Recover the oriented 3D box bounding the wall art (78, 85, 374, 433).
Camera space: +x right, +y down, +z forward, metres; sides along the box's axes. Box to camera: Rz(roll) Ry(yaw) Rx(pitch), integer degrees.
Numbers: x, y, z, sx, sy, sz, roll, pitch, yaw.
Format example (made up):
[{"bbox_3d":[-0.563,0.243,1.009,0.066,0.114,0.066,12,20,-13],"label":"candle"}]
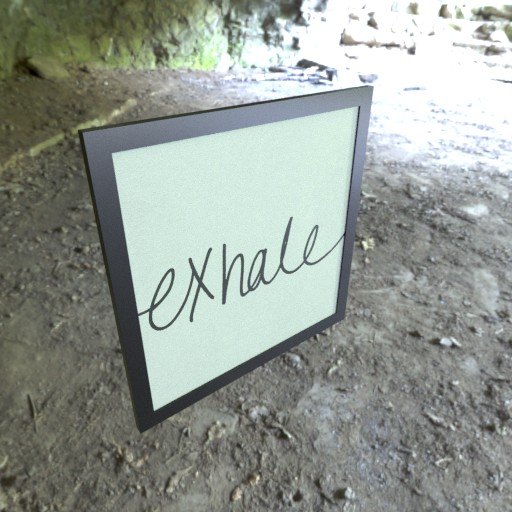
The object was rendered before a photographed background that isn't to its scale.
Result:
[{"bbox_3d":[0.000,0.000,0.670,0.446,0.445,0.014,-22,36,-32],"label":"wall art"}]
